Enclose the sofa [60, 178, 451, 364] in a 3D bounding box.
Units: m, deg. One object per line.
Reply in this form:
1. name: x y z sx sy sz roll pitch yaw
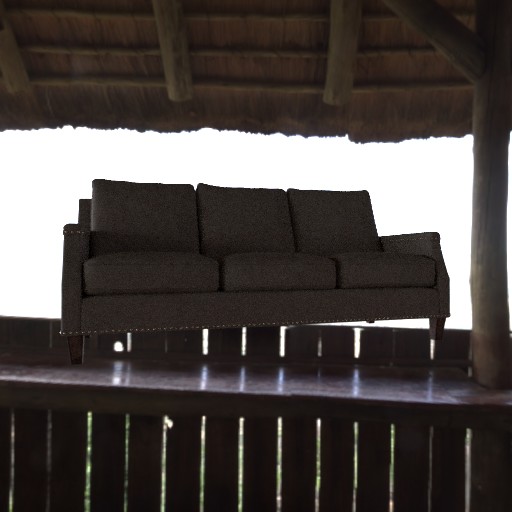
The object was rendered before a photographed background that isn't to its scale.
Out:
1. sofa: 0.000 0.000 2.856 2.226 1.042 1.034 0 0 -18
